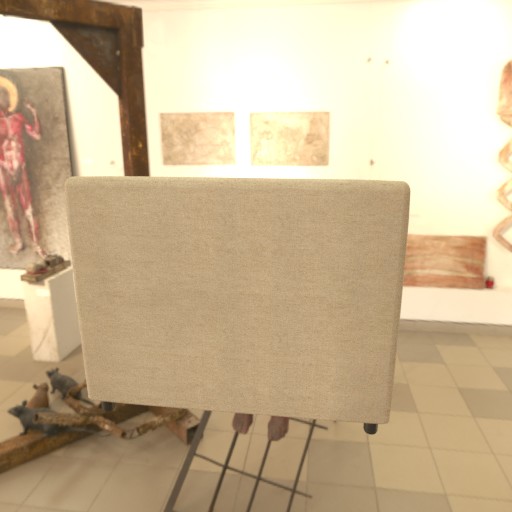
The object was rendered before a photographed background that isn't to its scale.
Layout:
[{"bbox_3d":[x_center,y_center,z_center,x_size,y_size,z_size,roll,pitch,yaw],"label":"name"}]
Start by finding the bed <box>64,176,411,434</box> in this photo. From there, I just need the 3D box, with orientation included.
[{"bbox_3d":[0.000,0.000,3.239,1.713,1.330,2.162,2,16,7],"label":"bed"}]
